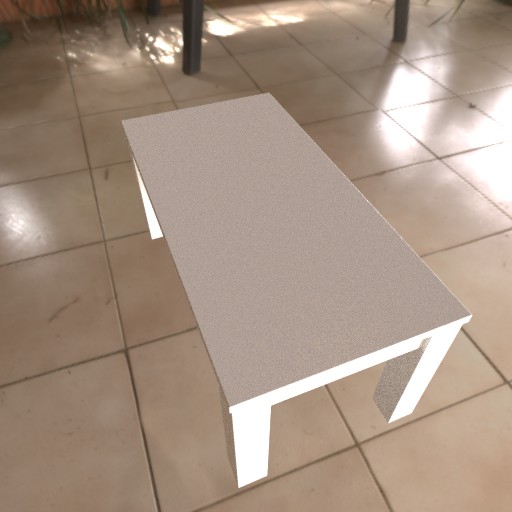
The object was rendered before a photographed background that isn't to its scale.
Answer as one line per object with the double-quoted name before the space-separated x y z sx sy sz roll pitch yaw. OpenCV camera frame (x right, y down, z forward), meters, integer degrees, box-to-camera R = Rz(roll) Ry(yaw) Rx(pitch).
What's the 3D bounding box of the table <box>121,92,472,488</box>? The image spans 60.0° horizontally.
"table" 0.000 0.000 2.289 0.900 0.790 1.800 -16 48 -15
